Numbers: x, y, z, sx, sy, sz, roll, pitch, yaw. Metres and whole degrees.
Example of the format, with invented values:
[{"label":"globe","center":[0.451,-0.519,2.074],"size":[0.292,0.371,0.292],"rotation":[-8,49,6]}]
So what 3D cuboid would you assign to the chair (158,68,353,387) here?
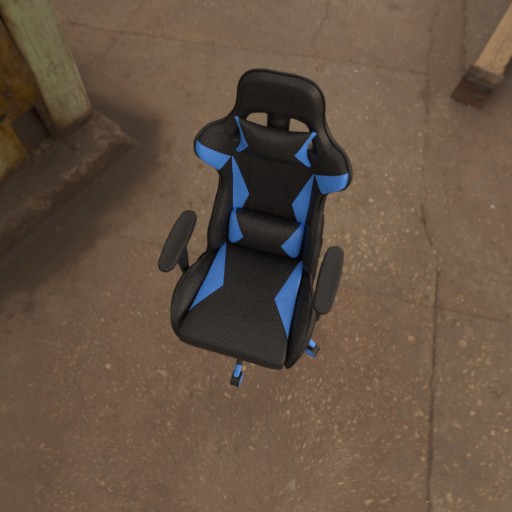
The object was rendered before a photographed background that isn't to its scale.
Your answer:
[{"label":"chair","center":[0.000,0.000,1.751],"size":[0.695,1.282,0.730],"rotation":[14,59,9]}]
